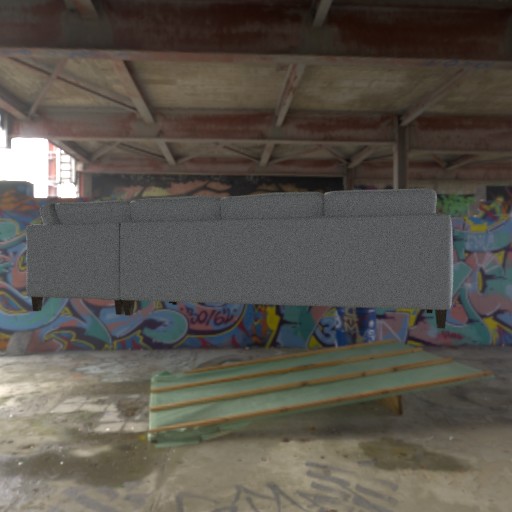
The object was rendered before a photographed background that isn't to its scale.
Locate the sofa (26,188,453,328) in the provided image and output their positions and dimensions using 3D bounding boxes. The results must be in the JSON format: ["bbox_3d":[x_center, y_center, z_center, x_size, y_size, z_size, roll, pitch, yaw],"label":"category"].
[{"bbox_3d":[0.000,0.000,4.415,3.333,0.934,2.522,0,0,16],"label":"sofa"}]
